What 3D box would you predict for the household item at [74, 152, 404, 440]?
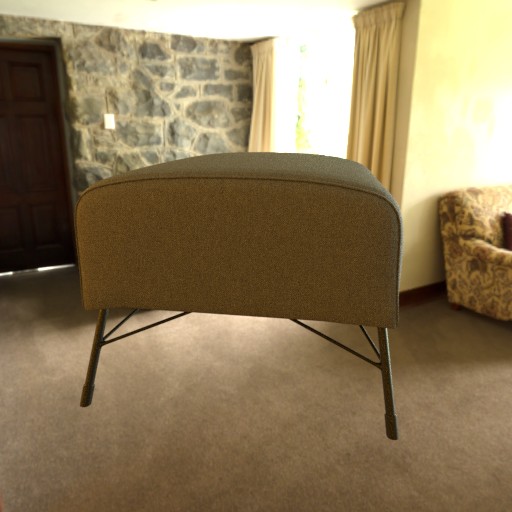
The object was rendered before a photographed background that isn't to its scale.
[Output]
[{"bbox_3d":[0.000,0.000,0.910,0.530,0.410,0.530,3,16,9],"label":"household item"}]
